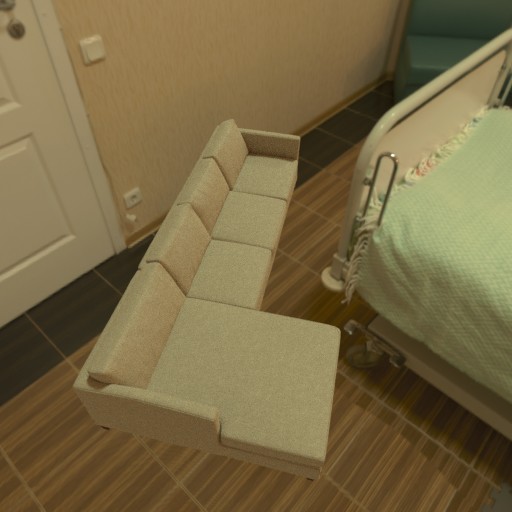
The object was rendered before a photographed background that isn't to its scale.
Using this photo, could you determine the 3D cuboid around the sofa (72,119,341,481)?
[{"bbox_3d":[0.000,0.000,3.858,1.625,0.846,3.186,10,48,9],"label":"sofa"}]
